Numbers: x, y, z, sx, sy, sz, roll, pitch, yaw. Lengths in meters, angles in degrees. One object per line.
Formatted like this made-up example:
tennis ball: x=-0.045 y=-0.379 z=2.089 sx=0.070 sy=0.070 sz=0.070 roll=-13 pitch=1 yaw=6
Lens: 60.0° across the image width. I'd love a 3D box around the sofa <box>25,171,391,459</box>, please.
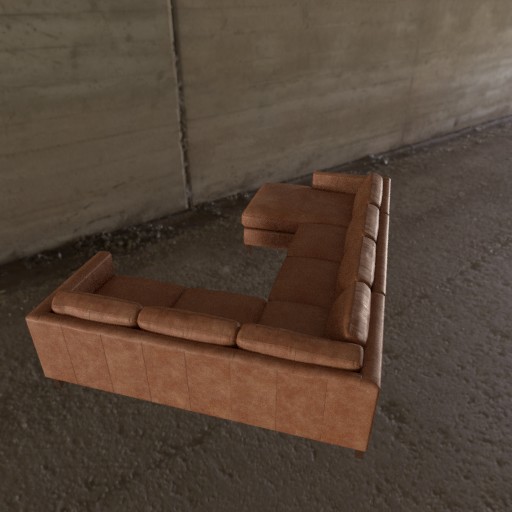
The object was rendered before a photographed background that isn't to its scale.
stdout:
sofa: x=0.000 y=0.000 z=4.368 sx=2.430 sy=0.832 sz=3.401 roll=8 pitch=32 yaw=13
